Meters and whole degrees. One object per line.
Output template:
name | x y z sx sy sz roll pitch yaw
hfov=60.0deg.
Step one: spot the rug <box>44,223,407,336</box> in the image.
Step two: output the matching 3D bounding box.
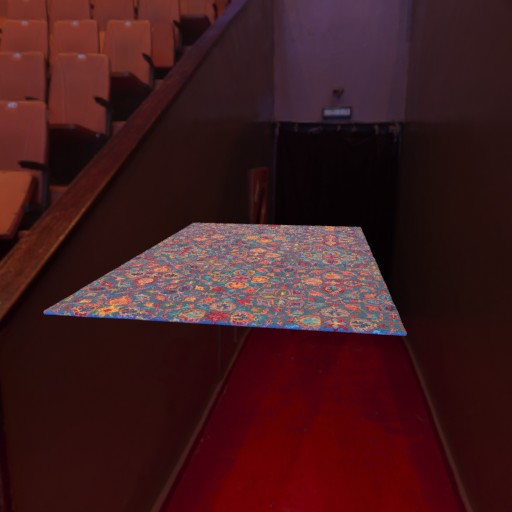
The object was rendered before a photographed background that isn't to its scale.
rug | 0.000 0.000 2.327 1.216 0.014 1.836 2 14 8
